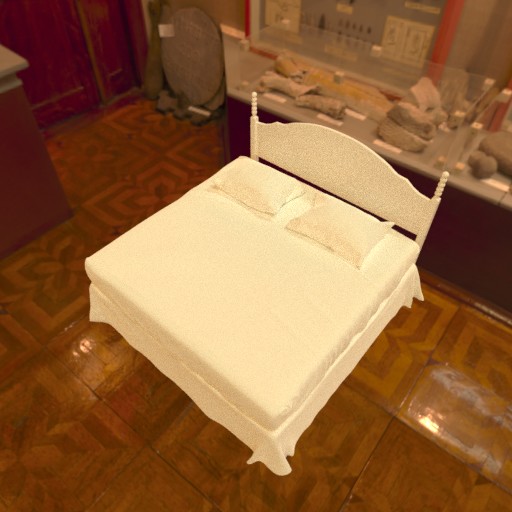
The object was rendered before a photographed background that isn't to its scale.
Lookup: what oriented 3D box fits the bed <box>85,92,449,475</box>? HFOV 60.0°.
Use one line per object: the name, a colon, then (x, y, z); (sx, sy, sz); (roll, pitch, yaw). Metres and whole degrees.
bed: (0.000, 0.000, 3.608); (2.322, 1.355, 2.219); (32, 55, 26)
